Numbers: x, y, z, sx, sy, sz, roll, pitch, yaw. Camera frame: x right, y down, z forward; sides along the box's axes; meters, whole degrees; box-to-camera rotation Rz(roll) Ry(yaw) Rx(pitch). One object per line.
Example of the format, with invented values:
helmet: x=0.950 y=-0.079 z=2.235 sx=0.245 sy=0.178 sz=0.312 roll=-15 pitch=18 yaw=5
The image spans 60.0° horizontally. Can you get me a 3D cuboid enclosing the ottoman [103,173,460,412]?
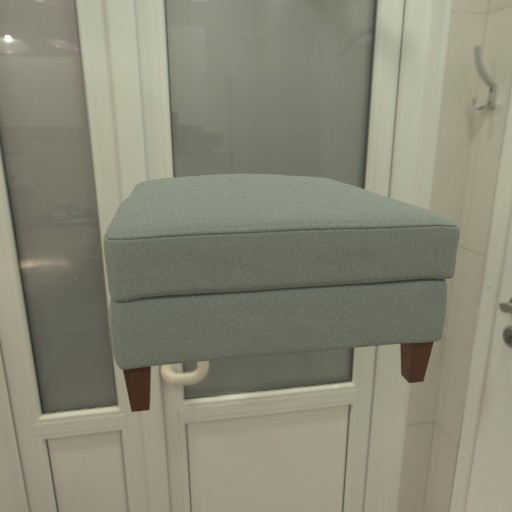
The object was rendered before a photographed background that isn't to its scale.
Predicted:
ottoman: x=0.000 y=0.000 z=1.489 sx=0.842 sy=0.494 sz=0.991 roll=-3 pitch=16 yaw=-10
